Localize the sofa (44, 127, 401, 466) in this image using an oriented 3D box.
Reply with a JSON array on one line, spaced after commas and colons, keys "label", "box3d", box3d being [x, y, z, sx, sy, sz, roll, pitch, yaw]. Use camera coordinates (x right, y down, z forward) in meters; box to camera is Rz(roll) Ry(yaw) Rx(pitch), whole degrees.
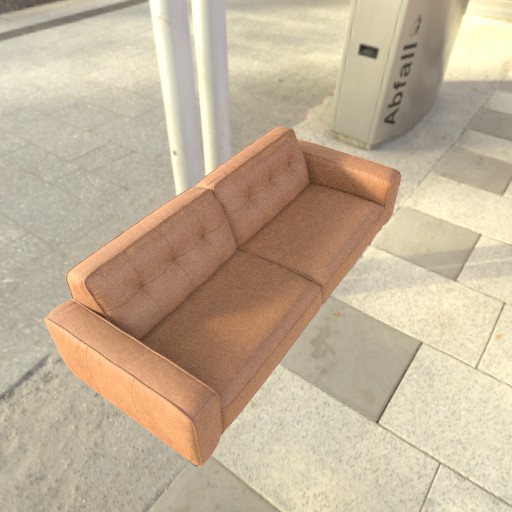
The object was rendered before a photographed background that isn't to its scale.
[{"label": "sofa", "box3d": [0.000, 0.000, 2.703, 0.953, 0.780, 2.270, 24, 47, 25]}]
